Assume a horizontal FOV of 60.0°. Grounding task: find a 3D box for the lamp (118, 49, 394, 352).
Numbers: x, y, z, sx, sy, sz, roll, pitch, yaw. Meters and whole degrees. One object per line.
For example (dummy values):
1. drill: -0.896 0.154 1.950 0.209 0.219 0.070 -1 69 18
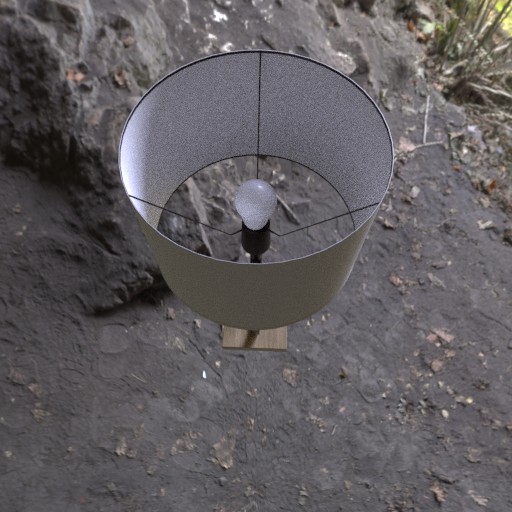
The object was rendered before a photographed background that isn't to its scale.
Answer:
1. lamp: 0.000 0.000 0.677 0.279 0.508 0.279 2 63 1
